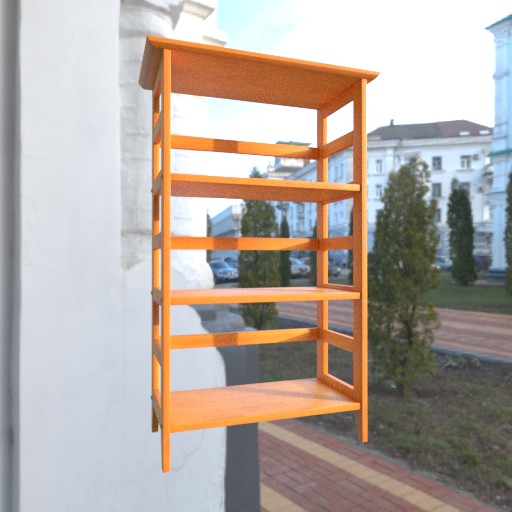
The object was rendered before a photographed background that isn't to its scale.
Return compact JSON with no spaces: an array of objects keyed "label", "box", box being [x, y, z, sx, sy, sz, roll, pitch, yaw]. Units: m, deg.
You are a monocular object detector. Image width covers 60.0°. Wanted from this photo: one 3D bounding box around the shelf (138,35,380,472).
[{"label":"shelf","box":[0.000,0.000,1.319,0.660,1.067,0.305,0,0,-19]}]
